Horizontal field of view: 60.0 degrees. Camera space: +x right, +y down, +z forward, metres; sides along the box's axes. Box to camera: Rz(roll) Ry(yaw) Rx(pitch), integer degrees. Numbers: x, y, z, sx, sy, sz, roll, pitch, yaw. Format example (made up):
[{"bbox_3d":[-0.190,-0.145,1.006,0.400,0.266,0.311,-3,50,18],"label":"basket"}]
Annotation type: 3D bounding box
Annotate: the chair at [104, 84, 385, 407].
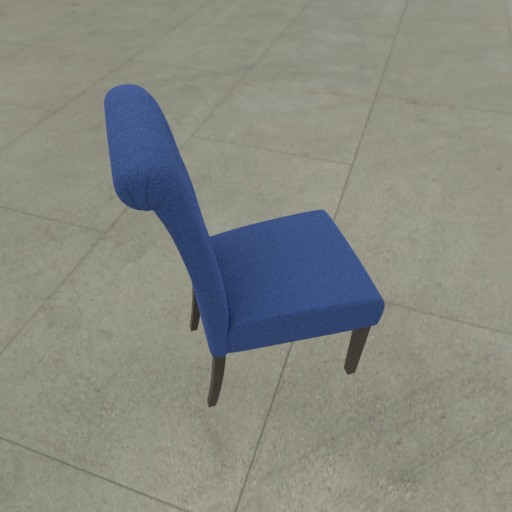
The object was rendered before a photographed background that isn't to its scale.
[{"bbox_3d":[0.000,0.000,1.347,0.671,1.006,0.456,-12,46,-12],"label":"chair"}]
